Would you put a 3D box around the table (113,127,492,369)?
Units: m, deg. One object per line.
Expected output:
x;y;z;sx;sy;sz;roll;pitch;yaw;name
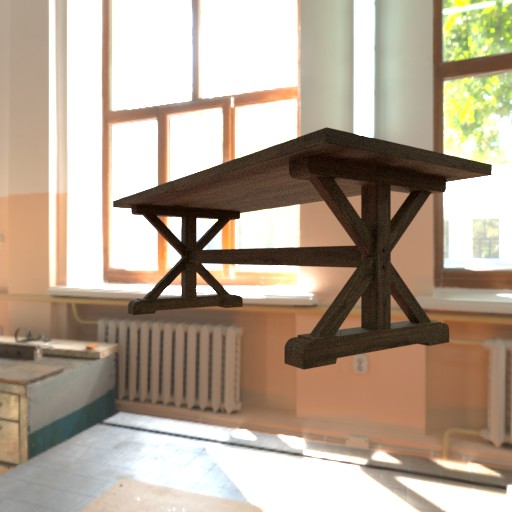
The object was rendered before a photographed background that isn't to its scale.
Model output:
0.000;0.000;2.359;0.907;0.733;2.031;0;0;-34;table
